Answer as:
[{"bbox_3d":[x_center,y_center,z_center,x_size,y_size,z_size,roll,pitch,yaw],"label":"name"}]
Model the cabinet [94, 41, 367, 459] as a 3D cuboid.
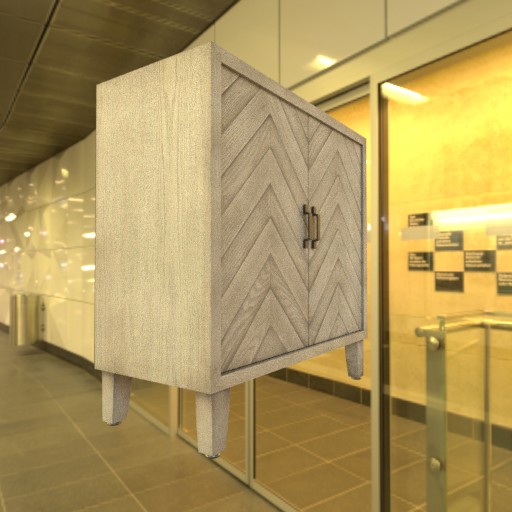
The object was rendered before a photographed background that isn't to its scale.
[{"bbox_3d":[0.000,0.000,1.239,0.370,0.787,0.781,-1,-1,35],"label":"cabinet"}]
